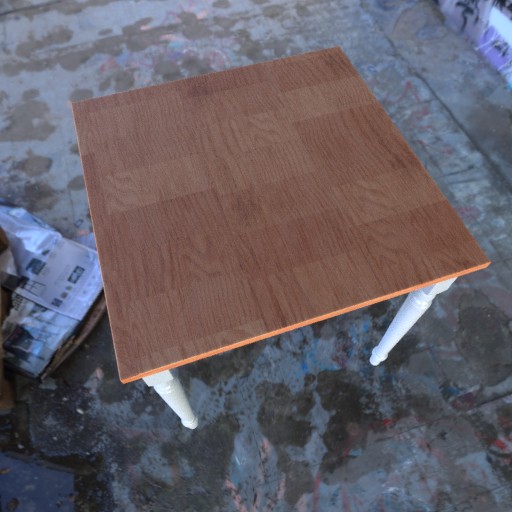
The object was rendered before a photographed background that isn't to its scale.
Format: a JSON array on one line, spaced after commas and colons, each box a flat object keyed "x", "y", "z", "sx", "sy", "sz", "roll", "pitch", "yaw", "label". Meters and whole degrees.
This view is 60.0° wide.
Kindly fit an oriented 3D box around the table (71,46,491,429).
[{"x": 0.000, "y": 0.000, "z": 1.327, "sx": 0.747, "sy": 0.738, "sz": 0.747, "roll": -16, "pitch": 60, "yaw": -9, "label": "table"}]
